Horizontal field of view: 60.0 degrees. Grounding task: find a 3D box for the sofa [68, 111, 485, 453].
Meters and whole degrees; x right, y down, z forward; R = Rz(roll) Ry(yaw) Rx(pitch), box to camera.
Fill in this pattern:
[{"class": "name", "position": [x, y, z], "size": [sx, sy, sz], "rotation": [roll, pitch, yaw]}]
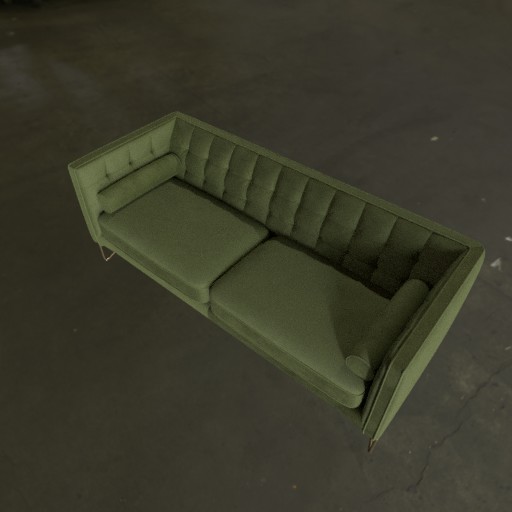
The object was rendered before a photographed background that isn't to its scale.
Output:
[{"class": "sofa", "position": [0.000, 0.000, 2.504], "size": [2.087, 0.789, 0.867], "rotation": [30, 52, 27]}]
